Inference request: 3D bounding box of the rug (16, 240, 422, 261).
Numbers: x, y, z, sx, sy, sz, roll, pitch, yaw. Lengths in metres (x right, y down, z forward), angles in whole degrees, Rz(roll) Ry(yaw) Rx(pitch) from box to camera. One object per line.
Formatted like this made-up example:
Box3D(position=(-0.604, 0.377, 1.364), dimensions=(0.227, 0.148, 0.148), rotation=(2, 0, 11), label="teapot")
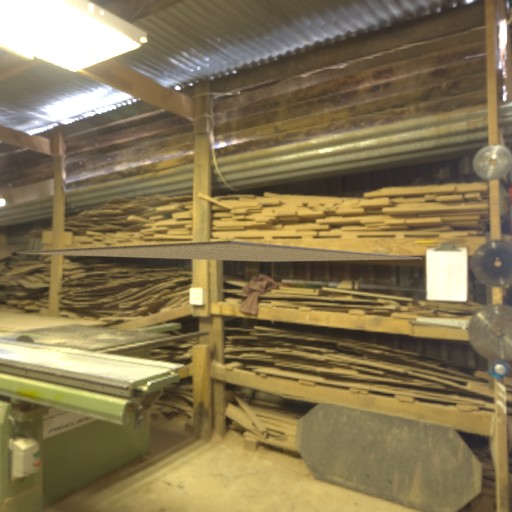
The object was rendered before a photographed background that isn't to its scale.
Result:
Box3D(position=(0.000, 0.000, 2.979), dimensions=(1.524, 0.011, 2.438), rotation=(-1, -2, 36), label="rug")
